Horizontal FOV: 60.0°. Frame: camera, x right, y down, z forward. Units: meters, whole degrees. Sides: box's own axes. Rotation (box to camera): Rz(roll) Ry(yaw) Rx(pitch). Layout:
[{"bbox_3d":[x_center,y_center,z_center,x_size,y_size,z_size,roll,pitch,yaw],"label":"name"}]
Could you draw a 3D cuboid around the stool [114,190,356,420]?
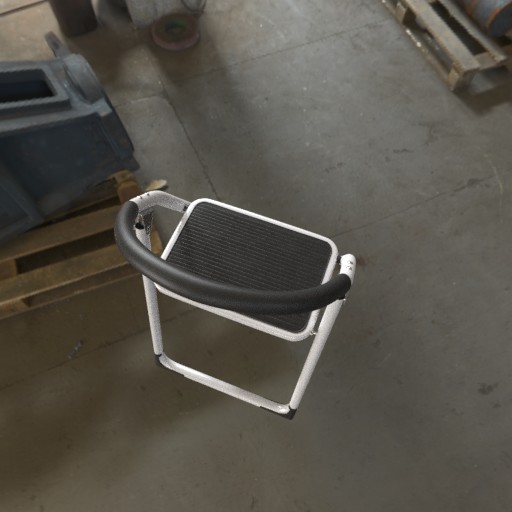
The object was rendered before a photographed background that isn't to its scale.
[{"bbox_3d":[0.000,0.000,1.085,0.453,0.760,0.559,19,65,9],"label":"stool"}]
